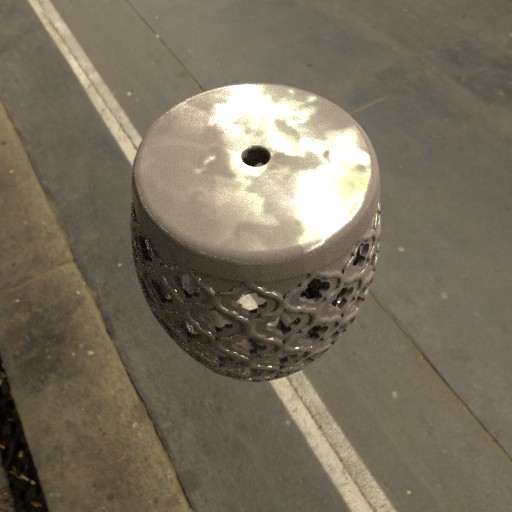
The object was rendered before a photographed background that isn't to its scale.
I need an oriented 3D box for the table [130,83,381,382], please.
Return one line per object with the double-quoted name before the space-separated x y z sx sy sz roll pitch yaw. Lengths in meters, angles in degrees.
"table" 0.000 0.000 0.631 0.325 0.388 0.325 0 57 0
